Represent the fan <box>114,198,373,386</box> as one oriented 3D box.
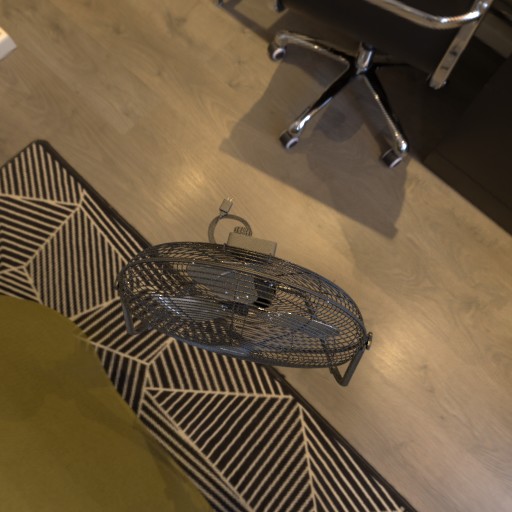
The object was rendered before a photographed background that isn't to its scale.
[{"bbox_3d":[0.000,0.000,1.018,0.595,0.605,0.470,13,76,3],"label":"fan"}]
